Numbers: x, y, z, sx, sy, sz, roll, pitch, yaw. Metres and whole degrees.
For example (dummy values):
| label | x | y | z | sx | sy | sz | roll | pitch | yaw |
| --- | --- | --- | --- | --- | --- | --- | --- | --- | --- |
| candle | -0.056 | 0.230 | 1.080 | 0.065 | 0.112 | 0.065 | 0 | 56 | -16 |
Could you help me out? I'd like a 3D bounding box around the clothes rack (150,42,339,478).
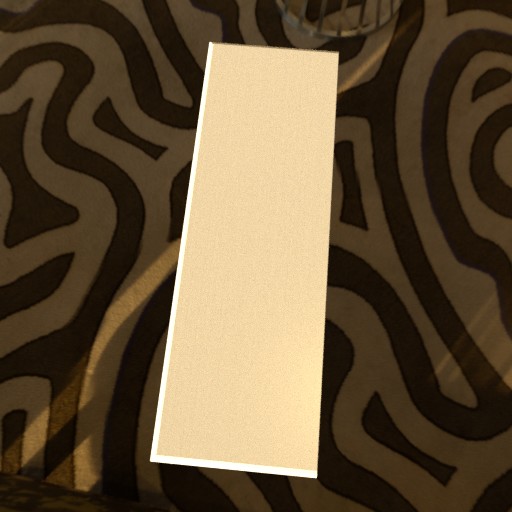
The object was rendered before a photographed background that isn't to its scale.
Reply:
| label | x | y | z | sx | sy | sz | roll | pitch | yaw |
| --- | --- | --- | --- | --- | --- | --- | --- | --- | --- |
| clothes rack | 0.000 | 0.000 | 1.485 | 0.405 | 0.558 | 1.218 | 5 | 75 | 1 |
